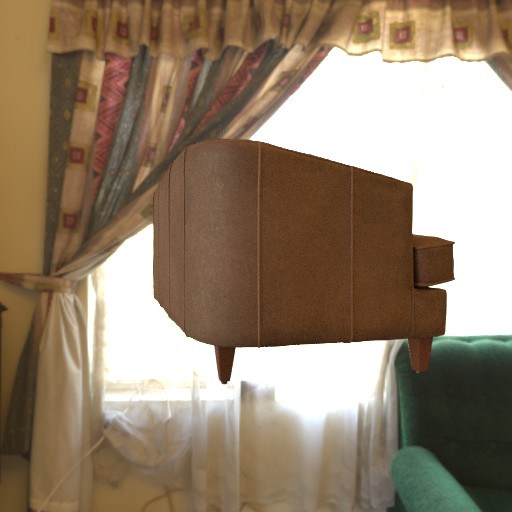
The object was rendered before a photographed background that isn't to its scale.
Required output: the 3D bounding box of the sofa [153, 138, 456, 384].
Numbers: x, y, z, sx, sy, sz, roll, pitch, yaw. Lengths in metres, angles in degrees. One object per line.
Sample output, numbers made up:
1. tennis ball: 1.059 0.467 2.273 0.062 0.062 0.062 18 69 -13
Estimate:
1. sofa: 0.000 0.000 2.200 0.917 0.799 1.767 0 1 -18
